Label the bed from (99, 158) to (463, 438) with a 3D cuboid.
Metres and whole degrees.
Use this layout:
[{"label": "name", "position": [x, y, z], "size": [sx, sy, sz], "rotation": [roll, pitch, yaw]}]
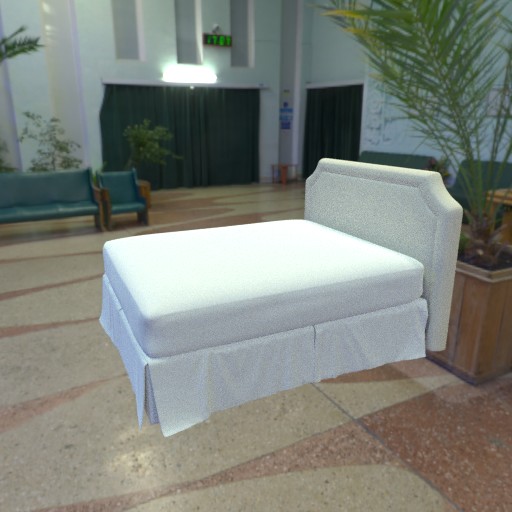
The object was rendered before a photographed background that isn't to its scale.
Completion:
[{"label": "bed", "position": [0.000, 0.000, 3.370], "size": [2.209, 1.296, 1.827], "rotation": [-8, 19, -24]}]
